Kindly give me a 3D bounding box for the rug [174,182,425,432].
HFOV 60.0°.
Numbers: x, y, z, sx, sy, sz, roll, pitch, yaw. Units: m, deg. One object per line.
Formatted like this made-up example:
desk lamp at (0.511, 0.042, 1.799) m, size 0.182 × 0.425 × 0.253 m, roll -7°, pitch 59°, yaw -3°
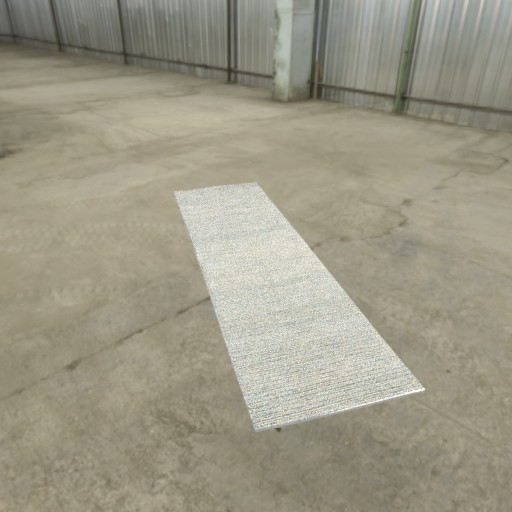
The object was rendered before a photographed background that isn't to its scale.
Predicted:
rug at (0.000, 0.000, 2.576) m, size 0.675 × 0.037 × 2.341 m, roll -8°, pitch 31°, yaw -14°
